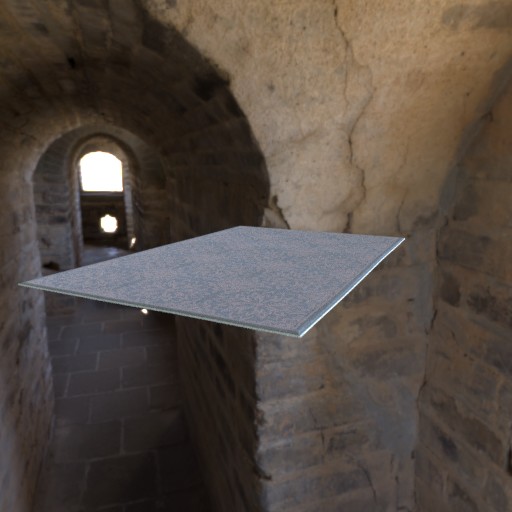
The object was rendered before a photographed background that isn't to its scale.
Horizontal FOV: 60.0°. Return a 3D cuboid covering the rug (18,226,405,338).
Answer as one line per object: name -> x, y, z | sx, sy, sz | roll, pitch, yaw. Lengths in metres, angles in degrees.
rug -> 0.000, 0.000, 3.460 | 1.819, 0.018, 2.746 | 6, 13, 26
